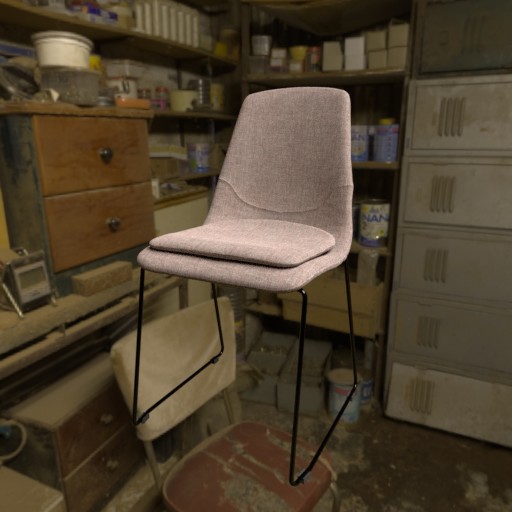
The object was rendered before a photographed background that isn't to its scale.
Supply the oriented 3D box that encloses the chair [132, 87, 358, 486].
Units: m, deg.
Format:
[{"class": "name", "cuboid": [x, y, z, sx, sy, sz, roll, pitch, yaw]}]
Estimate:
[{"class": "chair", "cuboid": [0.000, 0.000, 1.139, 0.479, 0.858, 0.518, 8, 17, 26]}]
